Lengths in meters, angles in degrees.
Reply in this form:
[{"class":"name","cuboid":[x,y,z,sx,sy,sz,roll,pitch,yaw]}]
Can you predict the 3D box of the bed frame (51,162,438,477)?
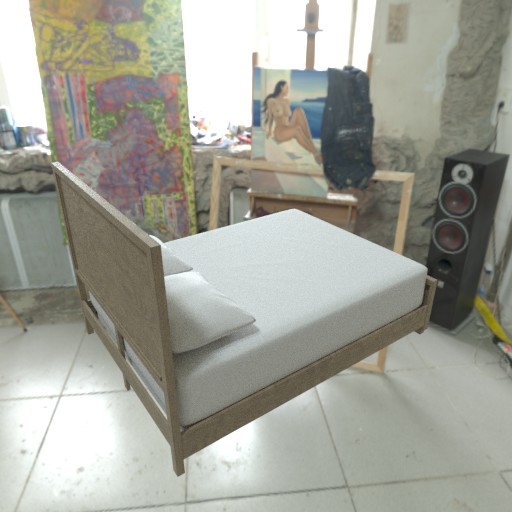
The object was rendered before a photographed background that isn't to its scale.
[{"class":"bed frame","cuboid":[0.000,0.000,3.233,2.189,1.369,1.606,-18,32,-31]}]
